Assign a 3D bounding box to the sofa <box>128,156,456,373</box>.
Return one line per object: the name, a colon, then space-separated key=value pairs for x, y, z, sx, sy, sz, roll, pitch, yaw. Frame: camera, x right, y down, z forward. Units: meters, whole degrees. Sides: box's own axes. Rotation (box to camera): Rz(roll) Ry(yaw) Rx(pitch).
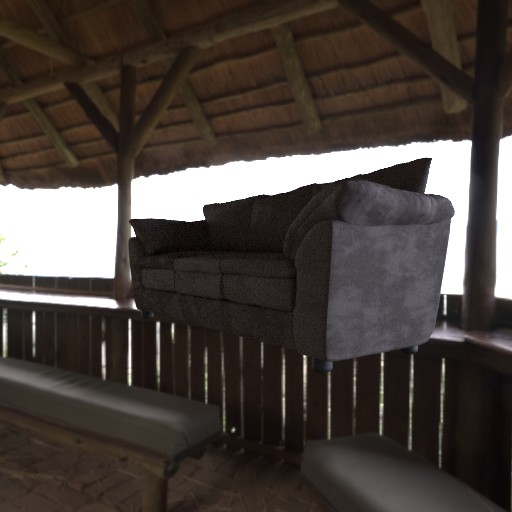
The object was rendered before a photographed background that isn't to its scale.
sofa: x=0.000 y=0.000 z=2.859 sx=0.893 sy=0.981 sz=2.377 roll=0 pitch=0 yaw=-36
